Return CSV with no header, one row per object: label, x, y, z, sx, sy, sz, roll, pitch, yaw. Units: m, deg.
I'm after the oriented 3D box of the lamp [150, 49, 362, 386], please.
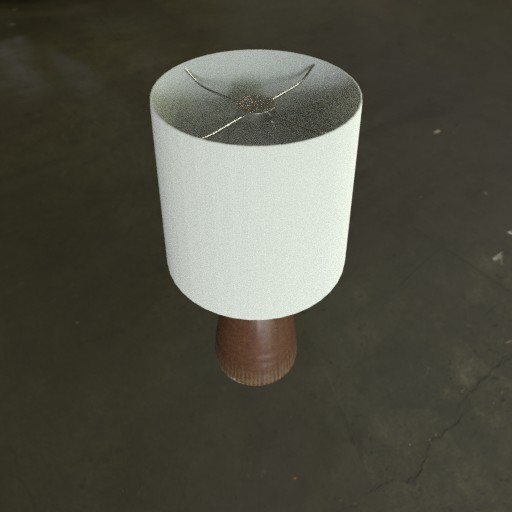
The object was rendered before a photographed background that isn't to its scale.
lamp,0.000,0.000,0.477,0.186,0.369,0.186,0,46,0
